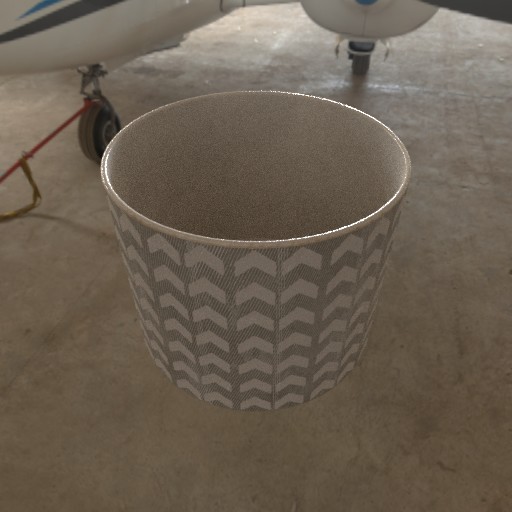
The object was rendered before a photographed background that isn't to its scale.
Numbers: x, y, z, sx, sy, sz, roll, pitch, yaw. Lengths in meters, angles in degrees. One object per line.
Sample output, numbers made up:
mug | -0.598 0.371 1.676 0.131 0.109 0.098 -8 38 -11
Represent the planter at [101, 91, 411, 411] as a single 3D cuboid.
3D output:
planter | 0.000 0.000 0.339 0.190 0.181 0.190 0 41 0
